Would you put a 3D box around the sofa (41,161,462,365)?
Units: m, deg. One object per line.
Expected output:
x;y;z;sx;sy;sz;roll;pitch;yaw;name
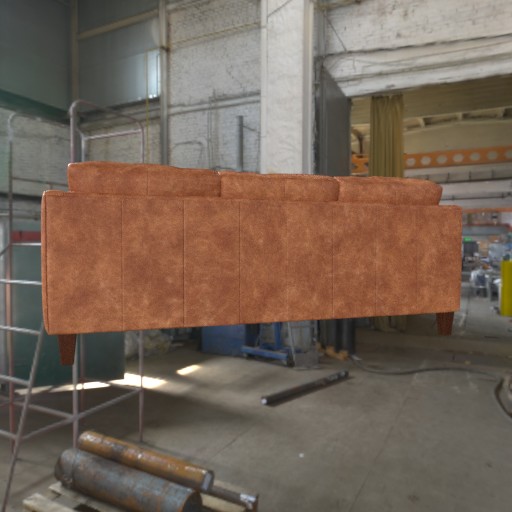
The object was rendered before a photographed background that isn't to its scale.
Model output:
0.000;0.000;2.929;2.464;1.006;1.045;0;1;-19;sofa
